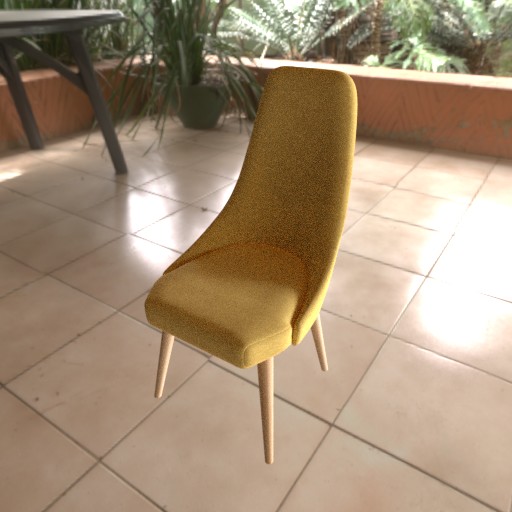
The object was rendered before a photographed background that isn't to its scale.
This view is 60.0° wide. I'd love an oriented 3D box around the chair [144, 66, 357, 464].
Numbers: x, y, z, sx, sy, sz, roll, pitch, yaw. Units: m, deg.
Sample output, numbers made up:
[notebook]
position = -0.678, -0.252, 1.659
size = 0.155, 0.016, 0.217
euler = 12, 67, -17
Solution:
[chair]
position = 0.000, 0.000, 1.408
size = 0.510, 1.040, 0.660
euler = 19, 36, 28
